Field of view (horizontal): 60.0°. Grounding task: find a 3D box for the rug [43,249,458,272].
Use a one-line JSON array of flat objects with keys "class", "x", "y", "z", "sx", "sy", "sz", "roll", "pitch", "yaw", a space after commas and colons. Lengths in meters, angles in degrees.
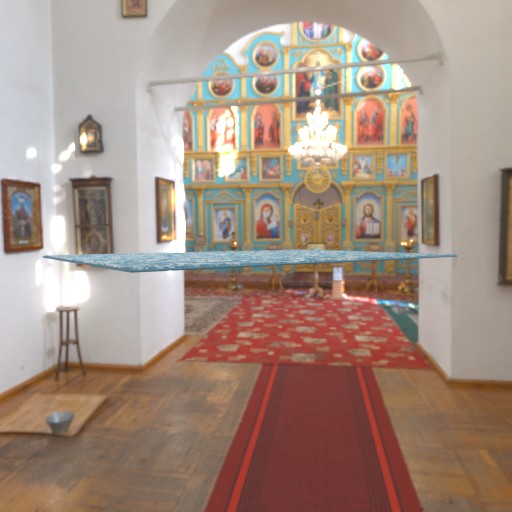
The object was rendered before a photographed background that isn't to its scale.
[{"class": "rug", "x": 0.000, "y": 0.000, "z": 3.507, "sx": 2.746, "sy": 0.018, "sz": 1.816, "roll": -2, "pitch": 3, "yaw": -37}]
